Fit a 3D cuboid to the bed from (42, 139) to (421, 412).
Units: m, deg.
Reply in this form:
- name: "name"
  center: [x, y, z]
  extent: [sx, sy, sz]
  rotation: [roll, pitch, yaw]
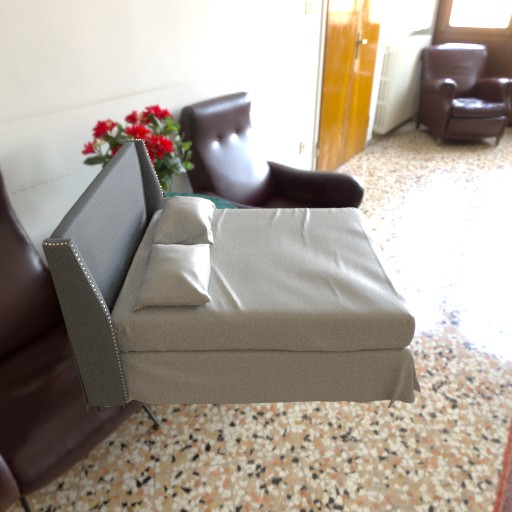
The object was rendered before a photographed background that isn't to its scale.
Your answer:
- name: "bed"
  center: [0.000, 0.000, 3.441]
  extent: [2.276, 1.332, 1.925]
  rotation: [0, 31, -1]
